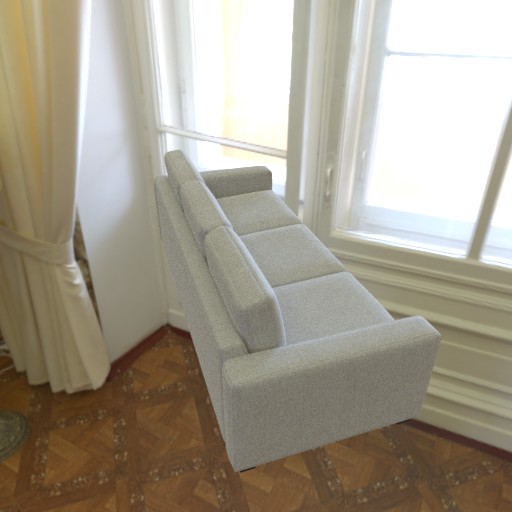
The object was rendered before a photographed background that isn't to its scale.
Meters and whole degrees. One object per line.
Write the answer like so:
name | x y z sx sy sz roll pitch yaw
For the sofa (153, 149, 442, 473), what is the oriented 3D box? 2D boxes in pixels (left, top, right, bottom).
sofa | 0.000 0.000 2.584 0.900 0.800 2.120 -10 32 -16
